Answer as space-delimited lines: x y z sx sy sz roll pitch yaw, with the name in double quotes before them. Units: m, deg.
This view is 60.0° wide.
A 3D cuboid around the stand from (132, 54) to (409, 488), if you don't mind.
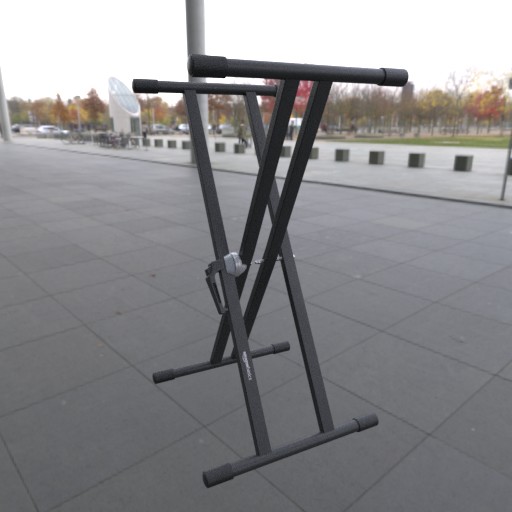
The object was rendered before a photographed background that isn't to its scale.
"stand" 0.000 0.000 1.180 0.495 0.900 0.503 -8 18 -25
